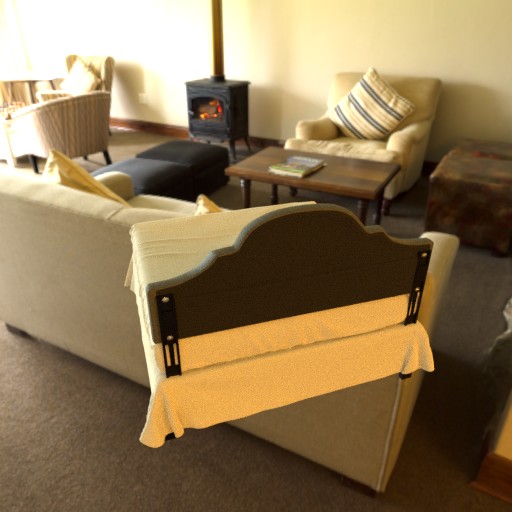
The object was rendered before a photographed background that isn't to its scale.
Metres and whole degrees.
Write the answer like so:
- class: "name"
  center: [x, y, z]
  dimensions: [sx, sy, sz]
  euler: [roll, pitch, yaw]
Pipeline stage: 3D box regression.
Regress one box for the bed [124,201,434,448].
- class: "bed"
  center: [0.000, 0.000, 3.815]
  dimensions: [2.303, 1.631, 2.222]
  euler: [-9, 30, -16]
